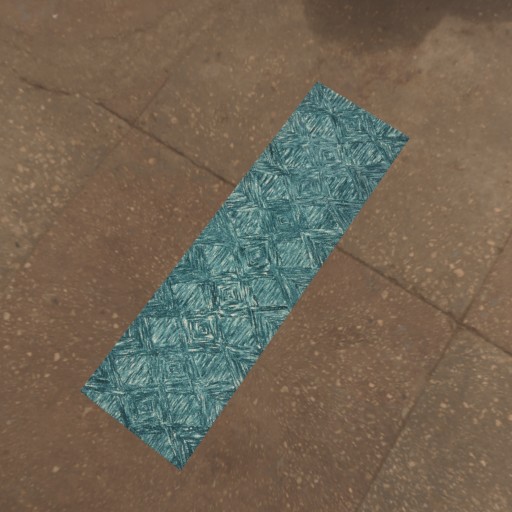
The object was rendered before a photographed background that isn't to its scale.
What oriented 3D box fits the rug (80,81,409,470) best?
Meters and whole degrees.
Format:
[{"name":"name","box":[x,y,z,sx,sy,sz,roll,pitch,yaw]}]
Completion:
[{"name":"rug","box":[0.000,0.000,2.526,0.676,0.016,2.286,35,79,8]}]
